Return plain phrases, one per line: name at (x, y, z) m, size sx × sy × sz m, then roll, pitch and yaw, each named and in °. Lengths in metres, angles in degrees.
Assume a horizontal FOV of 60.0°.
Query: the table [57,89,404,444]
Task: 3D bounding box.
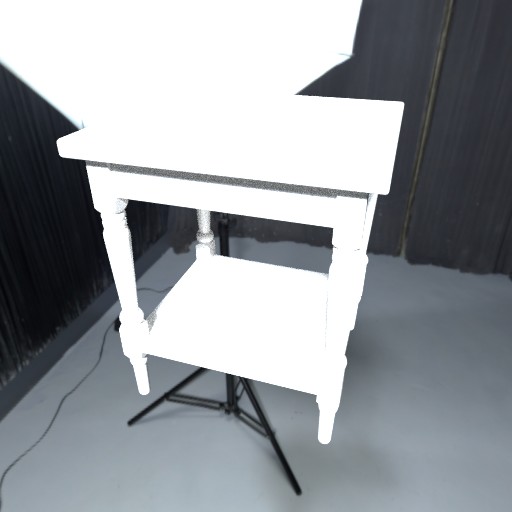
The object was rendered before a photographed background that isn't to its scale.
table at (0.000, 0.000, 0.923) m, size 0.488 × 0.565 × 0.442 m, roll 9°, pitch 32°, yaw 15°
